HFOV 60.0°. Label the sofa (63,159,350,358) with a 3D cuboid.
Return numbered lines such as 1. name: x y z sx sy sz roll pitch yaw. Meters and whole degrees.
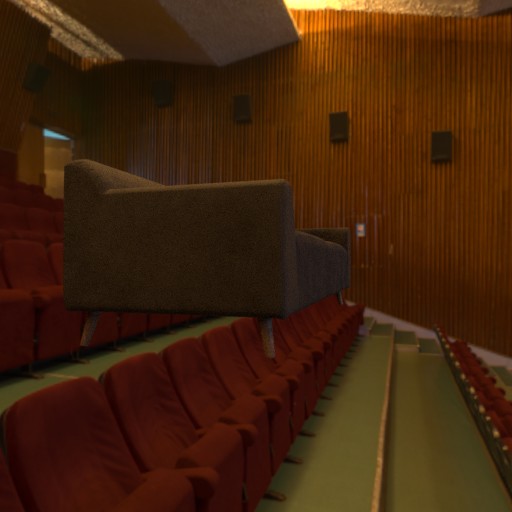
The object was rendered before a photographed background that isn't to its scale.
1. sofa: 0.000 0.000 2.621 0.900 0.740 2.190 0 -1 17
